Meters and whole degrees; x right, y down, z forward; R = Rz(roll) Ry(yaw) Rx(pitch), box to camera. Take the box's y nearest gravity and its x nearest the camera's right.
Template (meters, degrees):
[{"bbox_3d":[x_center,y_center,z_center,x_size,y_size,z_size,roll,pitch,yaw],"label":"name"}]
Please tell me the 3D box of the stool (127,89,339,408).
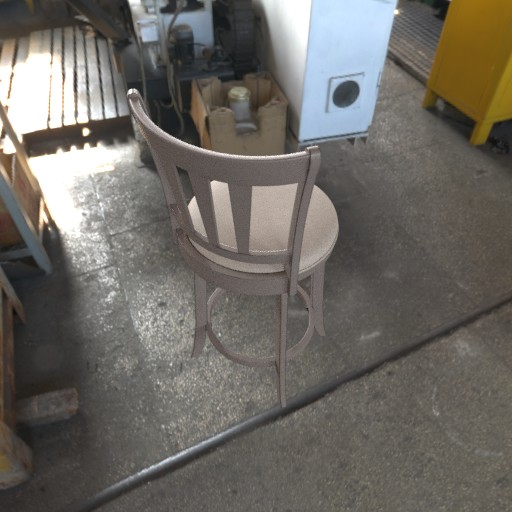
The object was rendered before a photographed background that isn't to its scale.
[{"bbox_3d":[0.000,0.000,1.282,0.436,1.023,0.475,23,51,20],"label":"stool"}]
